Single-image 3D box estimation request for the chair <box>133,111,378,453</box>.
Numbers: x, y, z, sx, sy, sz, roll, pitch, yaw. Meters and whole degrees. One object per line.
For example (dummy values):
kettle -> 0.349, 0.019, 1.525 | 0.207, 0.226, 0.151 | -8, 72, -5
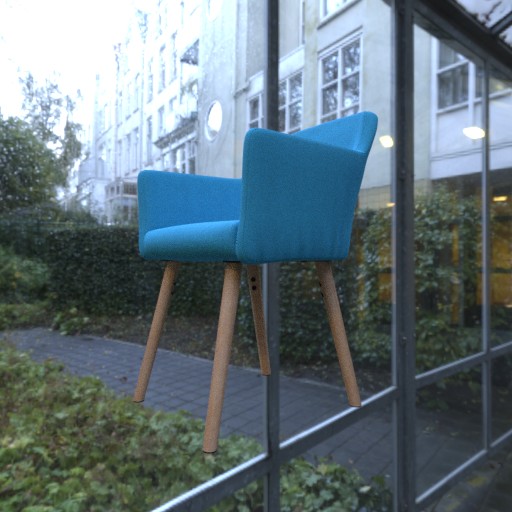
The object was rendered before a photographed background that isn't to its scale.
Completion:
chair -> 0.000, 0.000, 1.192 | 0.540, 0.780, 0.570 | 0, 0, -37
